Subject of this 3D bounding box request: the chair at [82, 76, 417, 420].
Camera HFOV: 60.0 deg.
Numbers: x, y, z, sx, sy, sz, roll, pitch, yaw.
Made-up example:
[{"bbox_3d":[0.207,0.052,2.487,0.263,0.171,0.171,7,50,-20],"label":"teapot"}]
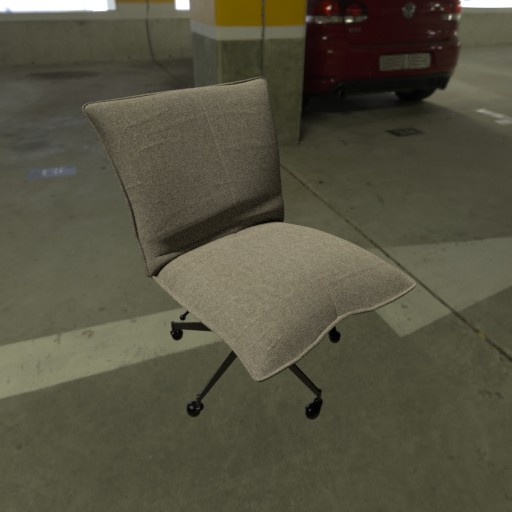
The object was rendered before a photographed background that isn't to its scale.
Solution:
[{"bbox_3d":[0.000,0.000,1.245,0.597,0.811,0.696,-22,37,-32],"label":"chair"}]
